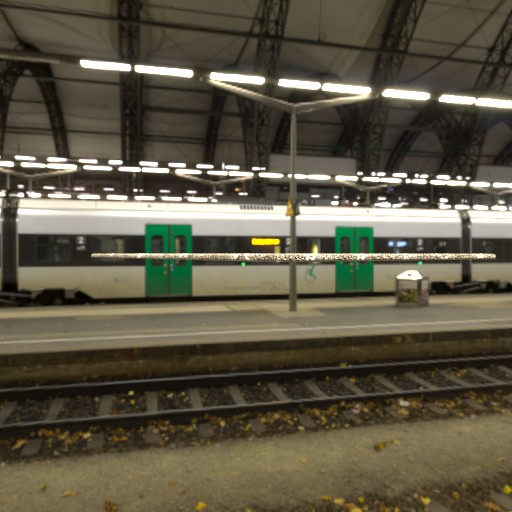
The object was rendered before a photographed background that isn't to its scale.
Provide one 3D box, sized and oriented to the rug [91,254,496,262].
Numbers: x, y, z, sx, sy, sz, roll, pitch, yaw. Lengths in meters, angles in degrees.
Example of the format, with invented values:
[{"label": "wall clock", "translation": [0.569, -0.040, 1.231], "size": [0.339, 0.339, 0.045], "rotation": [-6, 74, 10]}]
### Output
[{"label": "rug", "translation": [0.000, 0.000, 2.990], "size": [1.524, 0.030, 2.438], "rotation": [0, 0, -35]}]
